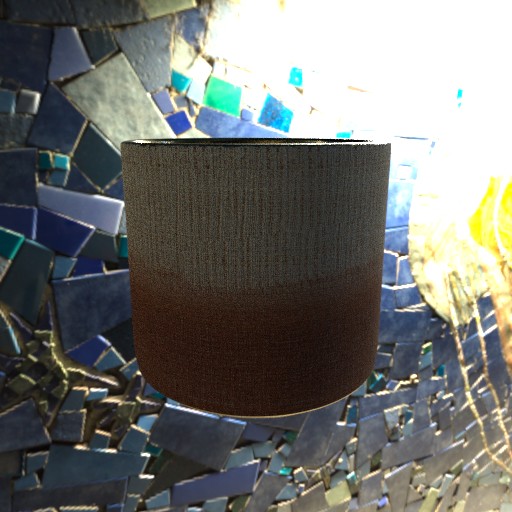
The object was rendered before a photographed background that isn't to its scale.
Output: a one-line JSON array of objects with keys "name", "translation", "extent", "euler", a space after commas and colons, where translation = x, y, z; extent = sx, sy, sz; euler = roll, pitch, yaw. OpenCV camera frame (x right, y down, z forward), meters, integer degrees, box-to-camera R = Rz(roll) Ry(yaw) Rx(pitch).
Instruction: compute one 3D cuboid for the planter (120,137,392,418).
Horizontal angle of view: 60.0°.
[{"name": "planter", "translation": [0.000, 0.000, 0.395], "extent": [0.221, 0.201, 0.221], "euler": [0, 16, 0]}]
